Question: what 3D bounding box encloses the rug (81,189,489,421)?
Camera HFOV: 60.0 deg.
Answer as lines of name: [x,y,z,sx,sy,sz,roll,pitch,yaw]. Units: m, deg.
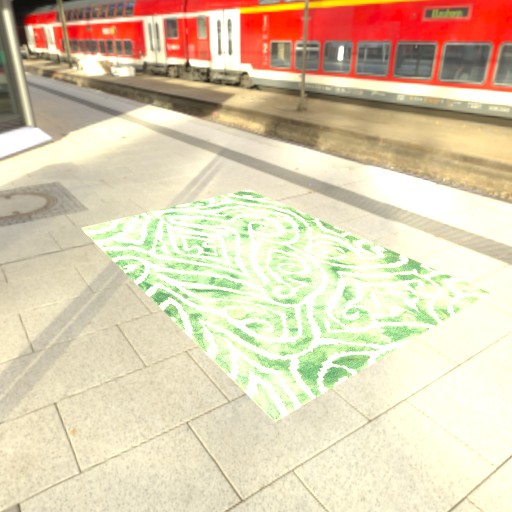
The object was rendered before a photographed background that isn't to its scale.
rug: [0.000,0.000,2.289,1.220,0.006,1.826,-18,32,-32]
